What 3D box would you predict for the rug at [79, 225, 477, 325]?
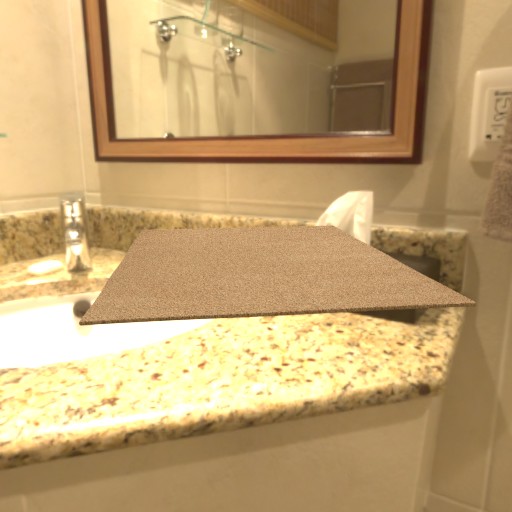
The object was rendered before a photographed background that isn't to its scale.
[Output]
[{"bbox_3d":[0.000,0.000,4.078,2.400,0.026,3.000,-2,13,-7],"label":"rug"}]
